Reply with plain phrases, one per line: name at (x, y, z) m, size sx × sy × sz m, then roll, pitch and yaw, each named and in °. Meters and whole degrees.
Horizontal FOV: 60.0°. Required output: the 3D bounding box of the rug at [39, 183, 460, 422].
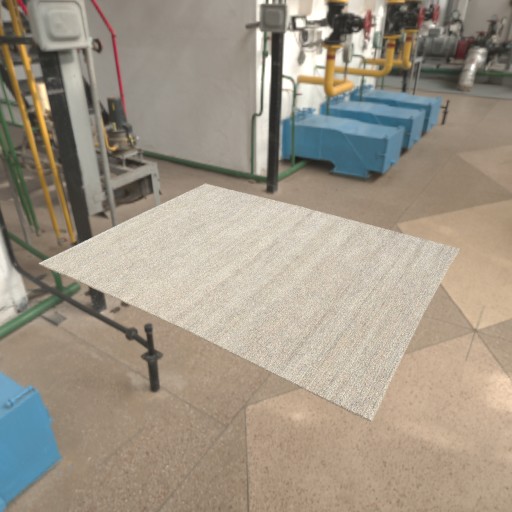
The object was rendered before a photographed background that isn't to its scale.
rug at (0.000, 0.000, 4.754) m, size 3.626 × 0.051 × 2.757 m, roll 18°, pitch 35°, yaw 28°
